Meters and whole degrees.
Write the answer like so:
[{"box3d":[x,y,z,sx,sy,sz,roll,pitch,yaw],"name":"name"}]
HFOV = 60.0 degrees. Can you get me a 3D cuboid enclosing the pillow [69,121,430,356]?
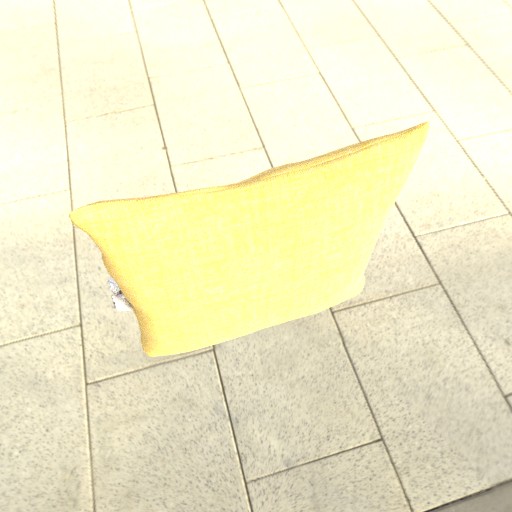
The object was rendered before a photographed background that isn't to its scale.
[{"box3d":[0.000,0.000,0.750,0.485,0.481,0.167,-16,60,-9],"name":"pillow"}]
